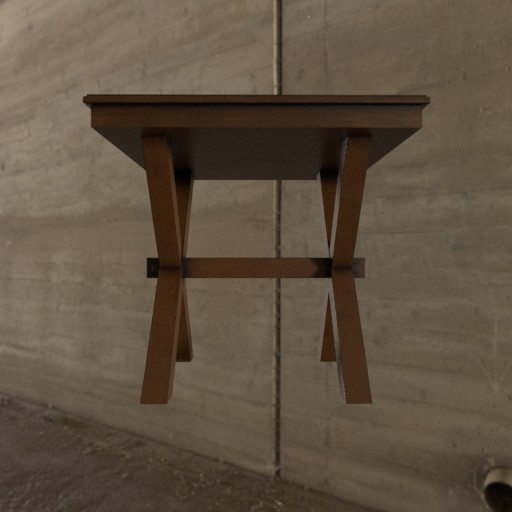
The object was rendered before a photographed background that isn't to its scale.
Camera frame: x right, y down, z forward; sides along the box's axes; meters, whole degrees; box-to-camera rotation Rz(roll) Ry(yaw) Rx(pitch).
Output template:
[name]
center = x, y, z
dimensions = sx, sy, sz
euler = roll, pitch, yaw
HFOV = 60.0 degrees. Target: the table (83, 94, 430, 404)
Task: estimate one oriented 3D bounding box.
[table]
center = 0.000, 0.000, 1.048
dimensions = 0.602, 0.562, 0.560
euler = 0, 0, 0
